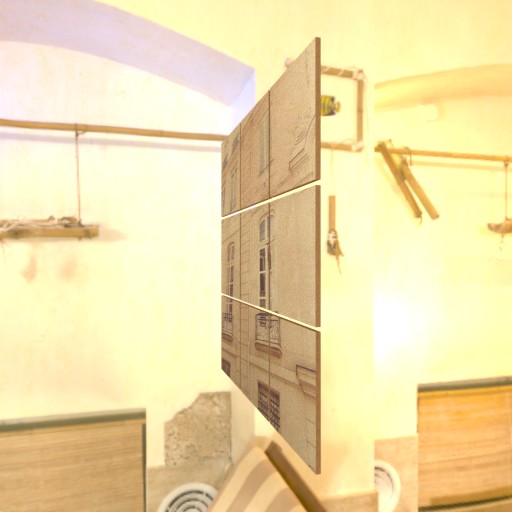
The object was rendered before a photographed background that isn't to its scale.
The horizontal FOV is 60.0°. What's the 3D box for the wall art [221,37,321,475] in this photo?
[{"bbox_3d":[0.000,0.000,1.363,0.018,0.913,0.915,0,0,-17],"label":"wall art"}]
